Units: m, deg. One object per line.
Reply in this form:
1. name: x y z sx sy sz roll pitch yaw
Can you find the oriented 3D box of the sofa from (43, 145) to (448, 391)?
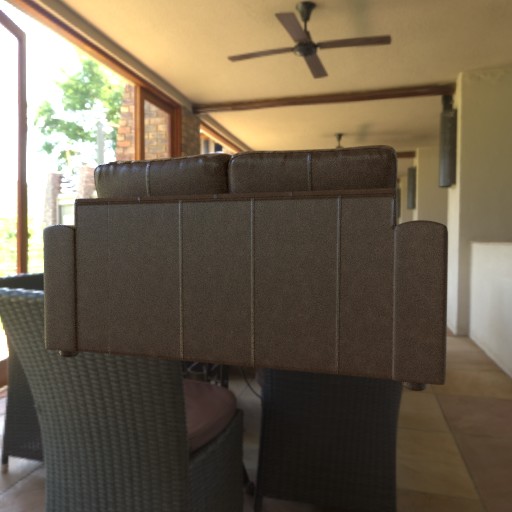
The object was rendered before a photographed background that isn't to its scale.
1. sofa: 0.000 0.000 2.147 1.616 0.873 1.016 1 2 17
